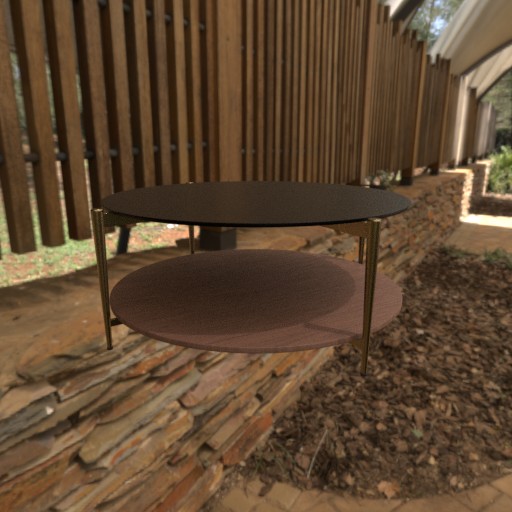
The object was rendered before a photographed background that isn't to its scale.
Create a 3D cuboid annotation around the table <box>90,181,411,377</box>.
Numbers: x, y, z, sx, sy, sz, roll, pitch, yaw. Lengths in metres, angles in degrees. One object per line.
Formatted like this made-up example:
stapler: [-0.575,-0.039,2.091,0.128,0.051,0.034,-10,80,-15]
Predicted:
table: [0.000,0.000,1.464,0.938,0.400,0.938,7,17,26]
